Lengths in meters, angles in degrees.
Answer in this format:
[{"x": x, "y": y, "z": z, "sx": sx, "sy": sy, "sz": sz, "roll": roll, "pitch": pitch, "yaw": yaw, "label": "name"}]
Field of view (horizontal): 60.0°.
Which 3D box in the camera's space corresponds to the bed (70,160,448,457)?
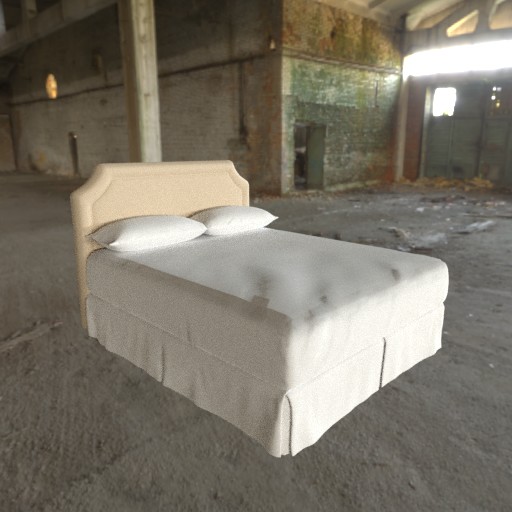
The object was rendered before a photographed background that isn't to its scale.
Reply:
[{"x": 0.000, "y": 0.000, "z": 3.789, "sx": 2.134, "sy": 1.524, "sz": 2.548, "roll": -13, "pitch": 19, "yaw": -43, "label": "bed"}]
